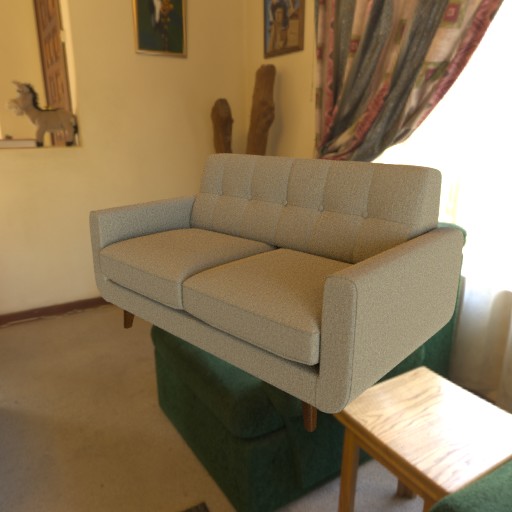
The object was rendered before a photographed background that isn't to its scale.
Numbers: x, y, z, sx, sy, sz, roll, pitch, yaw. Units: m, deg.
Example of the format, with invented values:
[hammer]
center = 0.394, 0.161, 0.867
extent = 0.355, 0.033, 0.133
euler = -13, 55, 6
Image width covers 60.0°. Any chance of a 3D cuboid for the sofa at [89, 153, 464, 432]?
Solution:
[sofa]
center = 0.000, 0.000, 2.205
extent = 1.651, 0.925, 0.952
euler = 15, 22, 41
